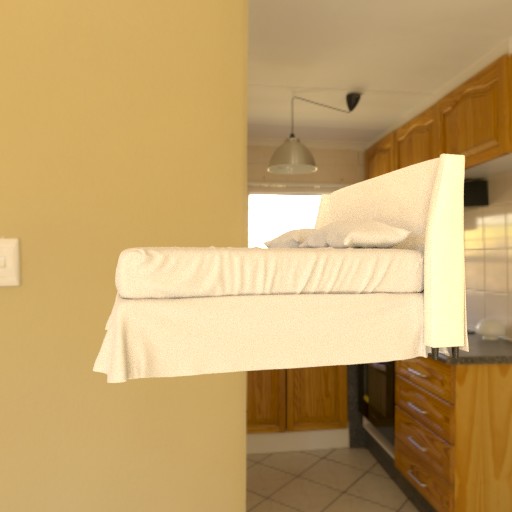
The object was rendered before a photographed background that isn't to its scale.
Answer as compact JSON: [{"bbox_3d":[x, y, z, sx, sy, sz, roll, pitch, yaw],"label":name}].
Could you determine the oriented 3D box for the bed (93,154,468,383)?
[{"bbox_3d":[0.000,0.000,3.427,2.276,1.332,1.925,0,-1,-16],"label":"bed"}]
